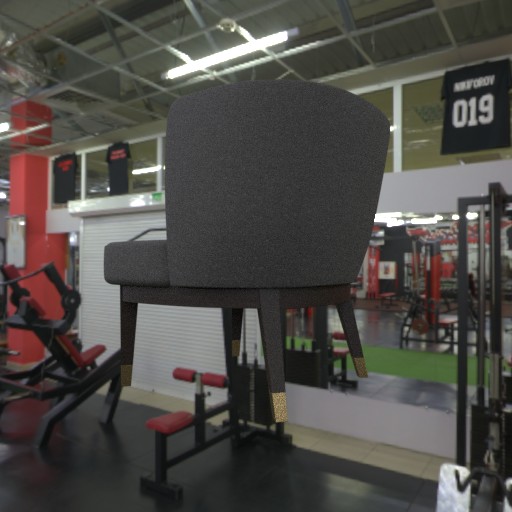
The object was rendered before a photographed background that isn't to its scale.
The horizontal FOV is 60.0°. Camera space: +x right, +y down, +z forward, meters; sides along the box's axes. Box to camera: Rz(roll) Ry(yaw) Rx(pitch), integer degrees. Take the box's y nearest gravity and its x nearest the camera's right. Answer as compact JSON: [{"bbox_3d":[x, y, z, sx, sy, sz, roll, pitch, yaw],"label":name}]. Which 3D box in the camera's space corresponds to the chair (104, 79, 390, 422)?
[{"bbox_3d":[0.000,0.000,1.232,0.698,0.695,0.639,-1,-1,36],"label":"chair"}]
